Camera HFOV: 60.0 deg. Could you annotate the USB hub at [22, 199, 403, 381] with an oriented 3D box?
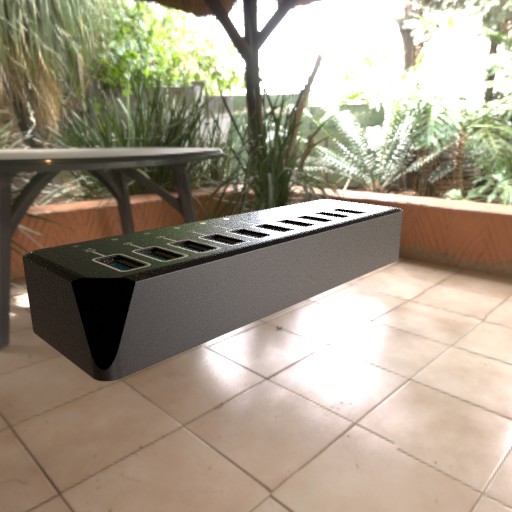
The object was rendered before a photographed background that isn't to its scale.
[{"bbox_3d":[0.000,0.000,0.161,0.044,0.023,0.145,14,21,42],"label":"USB hub"}]
